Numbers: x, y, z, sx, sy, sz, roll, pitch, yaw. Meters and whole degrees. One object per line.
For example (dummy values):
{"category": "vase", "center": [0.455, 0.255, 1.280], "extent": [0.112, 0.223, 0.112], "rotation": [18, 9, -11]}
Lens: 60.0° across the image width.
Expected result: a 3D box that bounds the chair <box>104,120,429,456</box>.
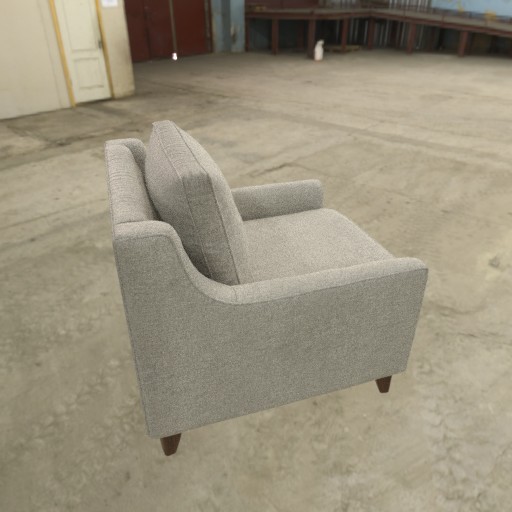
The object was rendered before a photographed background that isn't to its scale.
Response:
{"category": "chair", "center": [0.000, 0.000, 1.581], "extent": [0.918, 0.864, 0.838], "rotation": [-9, 31, -15]}
